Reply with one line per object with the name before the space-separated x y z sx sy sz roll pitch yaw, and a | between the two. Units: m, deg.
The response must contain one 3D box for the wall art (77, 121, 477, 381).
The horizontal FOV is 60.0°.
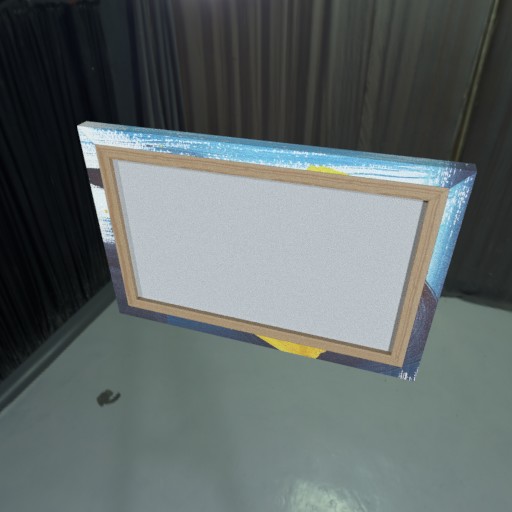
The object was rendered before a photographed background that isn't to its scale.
wall art | 0.000 0.000 1.161 0.914 0.610 0.039 10 35 15
